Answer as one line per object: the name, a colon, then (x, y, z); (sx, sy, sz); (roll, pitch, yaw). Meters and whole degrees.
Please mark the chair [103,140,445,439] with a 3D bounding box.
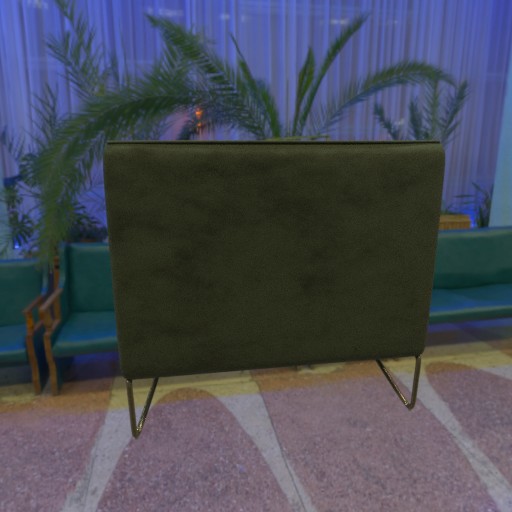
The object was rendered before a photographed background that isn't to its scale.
chair: (0.000, 0.000, 1.576); (0.880, 0.790, 0.894); (-2, 14, -9)
